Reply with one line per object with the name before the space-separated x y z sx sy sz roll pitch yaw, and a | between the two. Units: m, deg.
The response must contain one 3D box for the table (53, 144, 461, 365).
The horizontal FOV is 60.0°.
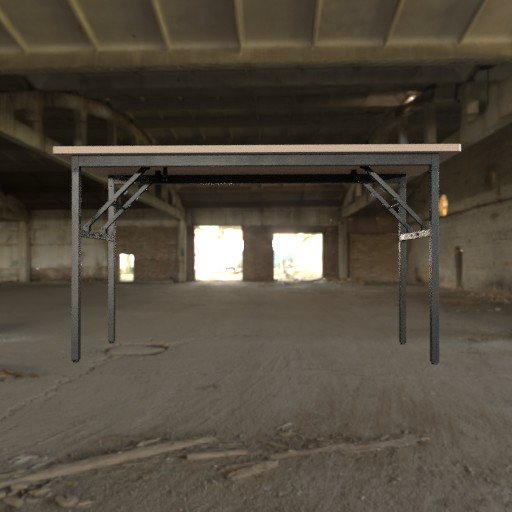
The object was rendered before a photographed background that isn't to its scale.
table | 0.000 0.000 1.727 1.397 0.750 0.447 0 -1 1
